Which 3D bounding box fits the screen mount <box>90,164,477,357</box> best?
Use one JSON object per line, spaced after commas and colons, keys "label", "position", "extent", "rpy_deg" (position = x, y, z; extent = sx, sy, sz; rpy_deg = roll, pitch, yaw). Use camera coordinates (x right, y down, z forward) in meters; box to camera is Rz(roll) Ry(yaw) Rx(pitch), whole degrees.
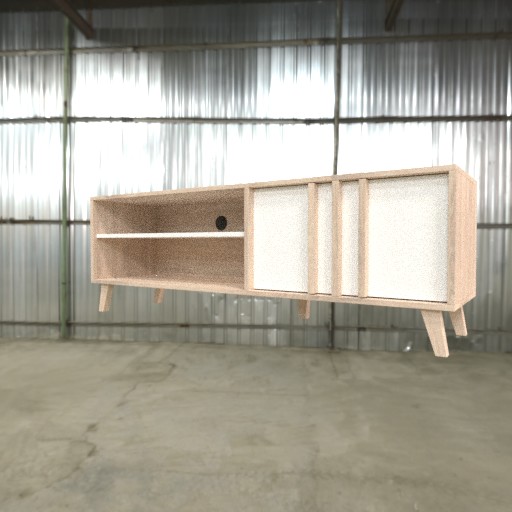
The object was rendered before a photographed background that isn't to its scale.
{"label": "screen mount", "position": [0.000, 0.000, 1.727], "extent": [1.500, 0.510, 0.400], "rpy_deg": [1, 2, 33]}
